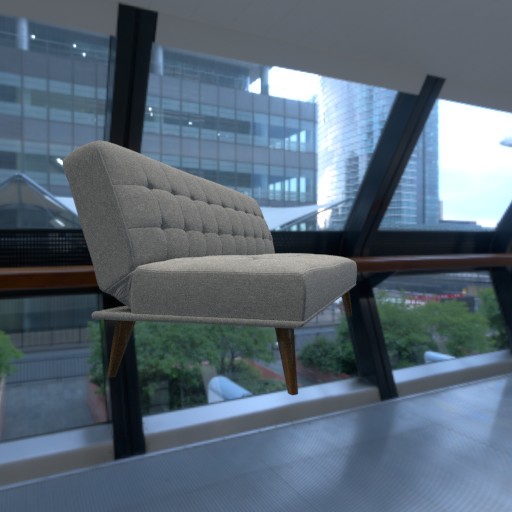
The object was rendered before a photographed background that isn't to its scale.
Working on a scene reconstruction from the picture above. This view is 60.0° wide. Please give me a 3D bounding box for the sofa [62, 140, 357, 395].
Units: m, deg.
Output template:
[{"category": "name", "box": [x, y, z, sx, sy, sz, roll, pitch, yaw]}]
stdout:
[{"category": "sofa", "box": [0.000, 0.000, 2.250, 0.860, 0.810, 1.800, 0, 0, 17]}]
